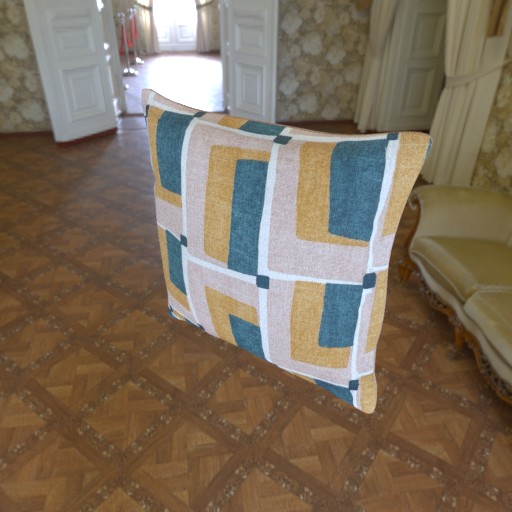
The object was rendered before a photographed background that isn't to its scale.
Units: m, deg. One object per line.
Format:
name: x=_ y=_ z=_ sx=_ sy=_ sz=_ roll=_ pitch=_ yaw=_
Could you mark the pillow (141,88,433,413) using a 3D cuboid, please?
pillow: x=0.000 y=0.000 z=0.737 sx=0.478 sy=0.479 sz=0.158 roll=20 pitch=37 yaw=29
